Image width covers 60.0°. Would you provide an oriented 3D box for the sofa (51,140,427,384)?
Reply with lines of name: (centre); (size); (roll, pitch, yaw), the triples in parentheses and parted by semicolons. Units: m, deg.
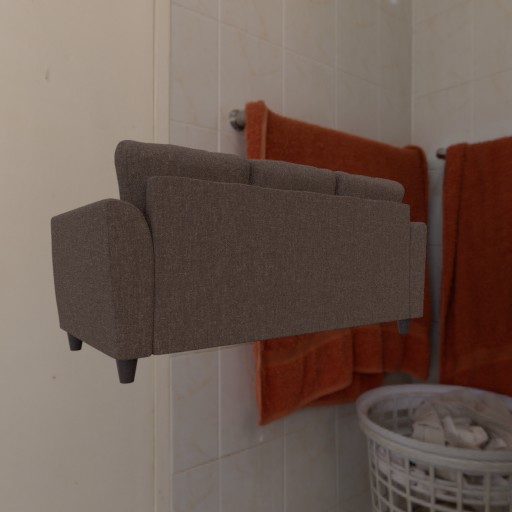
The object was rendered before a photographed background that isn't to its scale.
sofa: (0.000, 0.000, 2.329); (1.847, 0.891, 0.837); (0, 0, -37)
